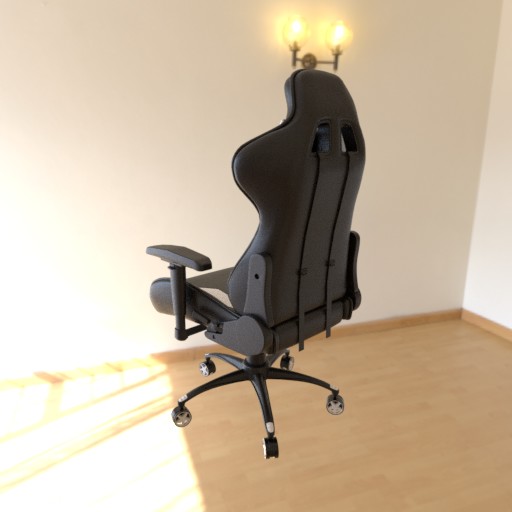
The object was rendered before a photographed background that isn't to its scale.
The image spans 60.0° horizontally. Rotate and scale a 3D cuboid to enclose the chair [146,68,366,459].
[{"bbox_3d":[0.000,0.000,1.707,0.730,1.285,0.695,-14,20,-42],"label":"chair"}]
